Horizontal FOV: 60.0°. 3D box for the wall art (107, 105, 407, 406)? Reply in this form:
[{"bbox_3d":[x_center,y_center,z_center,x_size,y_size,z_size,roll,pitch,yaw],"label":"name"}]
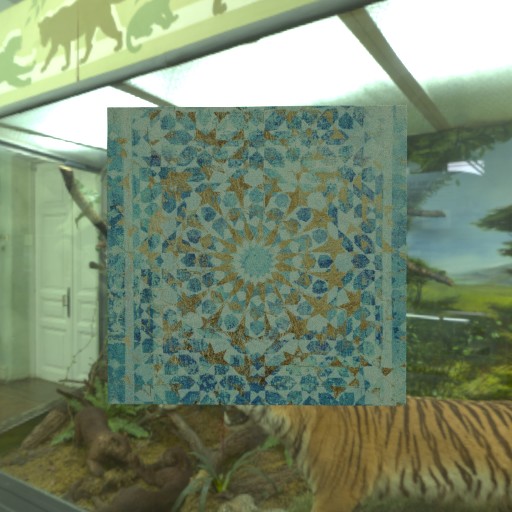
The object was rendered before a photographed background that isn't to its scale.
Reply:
[{"bbox_3d":[0.000,0.000,1.375,0.916,0.916,0.040,0,1,1],"label":"wall art"}]
